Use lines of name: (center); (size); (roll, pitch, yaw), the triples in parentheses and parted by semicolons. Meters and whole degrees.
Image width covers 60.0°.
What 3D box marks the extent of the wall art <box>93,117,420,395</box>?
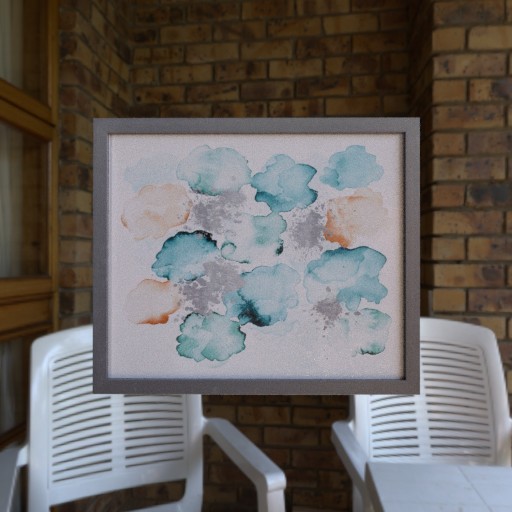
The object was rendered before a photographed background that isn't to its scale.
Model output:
wall art: (0.000, 0.000, 0.906); (0.660, 0.558, 0.026); (0, 0, 0)
